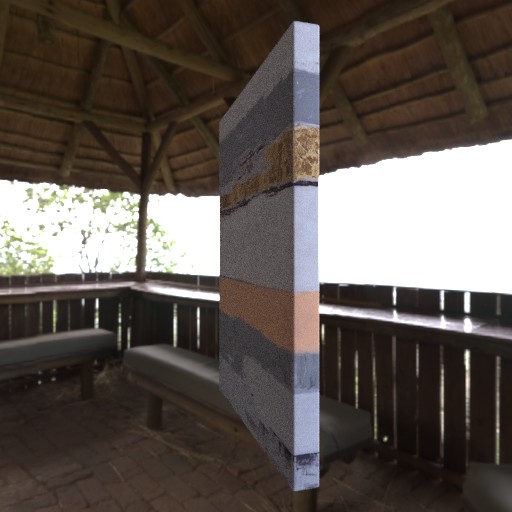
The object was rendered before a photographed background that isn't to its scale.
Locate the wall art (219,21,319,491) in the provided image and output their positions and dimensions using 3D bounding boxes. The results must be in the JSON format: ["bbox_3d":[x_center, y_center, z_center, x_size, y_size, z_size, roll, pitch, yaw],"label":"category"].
[{"bbox_3d":[0.000,0.000,0.795,0.038,0.609,0.456,0,0,-17],"label":"wall art"}]
